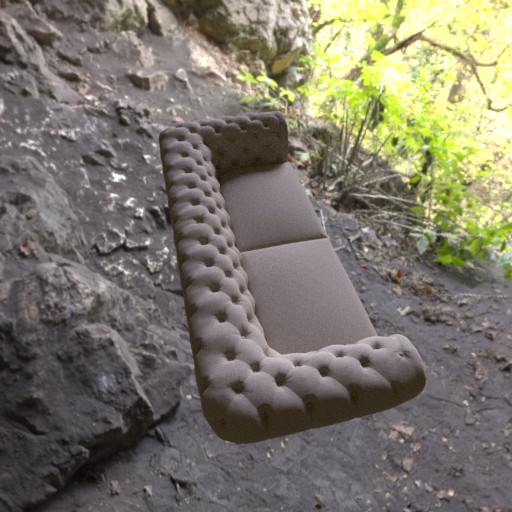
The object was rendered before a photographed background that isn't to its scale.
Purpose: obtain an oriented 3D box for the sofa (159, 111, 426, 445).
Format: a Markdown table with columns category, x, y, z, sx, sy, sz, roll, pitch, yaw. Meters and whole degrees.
| category | x | y | z | sx | sy | sz | roll | pitch | yaw |
| --- | --- | --- | --- | --- | --- | --- | --- | --- | --- |
| sofa | 0.000 | 0.000 | 3.098 | 1.076 | 0.847 | 2.694 | -10 | 47 | -9 |
